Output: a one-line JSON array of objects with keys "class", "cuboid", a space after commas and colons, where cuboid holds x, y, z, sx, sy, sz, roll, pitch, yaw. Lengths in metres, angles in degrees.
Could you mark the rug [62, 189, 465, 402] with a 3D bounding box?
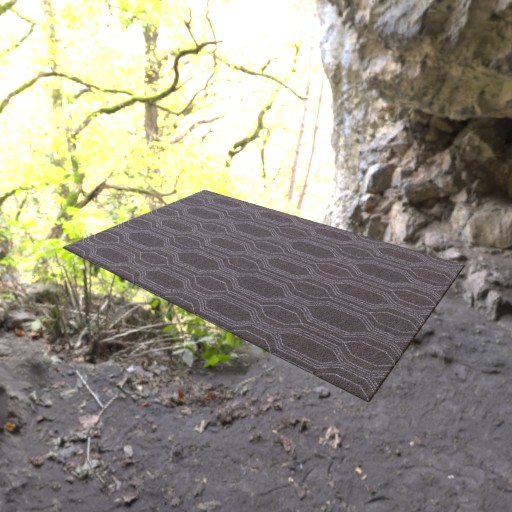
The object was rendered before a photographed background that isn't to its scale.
[{"class": "rug", "cuboid": [0.000, 0.000, 3.176, 2.457, 0.012, 1.541, 20, 35, 32]}]
